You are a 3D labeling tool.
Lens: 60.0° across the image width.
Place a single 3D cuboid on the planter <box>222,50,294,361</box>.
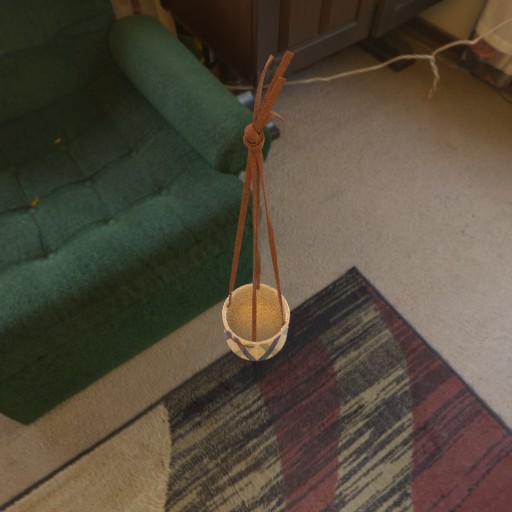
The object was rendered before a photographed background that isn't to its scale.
[{"bbox_3d":[0.000,0.000,0.802,0.153,0.753,0.157,32,63,19],"label":"planter"}]
